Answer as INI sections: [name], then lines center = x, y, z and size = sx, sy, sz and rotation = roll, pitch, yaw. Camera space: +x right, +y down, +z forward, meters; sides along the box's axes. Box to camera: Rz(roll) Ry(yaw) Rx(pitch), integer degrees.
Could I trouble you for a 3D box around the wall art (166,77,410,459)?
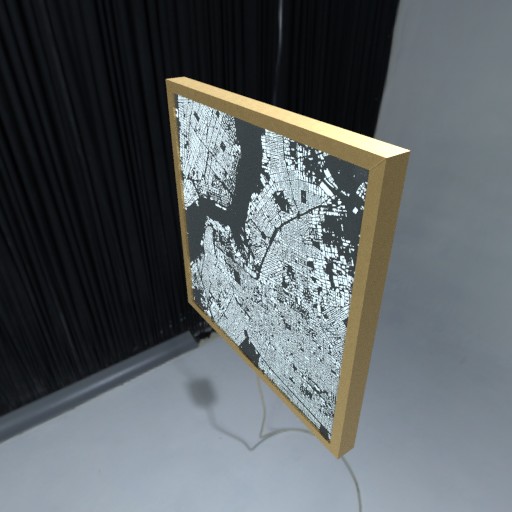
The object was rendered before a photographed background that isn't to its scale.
[wall art]
center = 0.000, 0.000, 1.944
size = 0.095, 1.284, 1.284
rotation = -21, 38, -30
